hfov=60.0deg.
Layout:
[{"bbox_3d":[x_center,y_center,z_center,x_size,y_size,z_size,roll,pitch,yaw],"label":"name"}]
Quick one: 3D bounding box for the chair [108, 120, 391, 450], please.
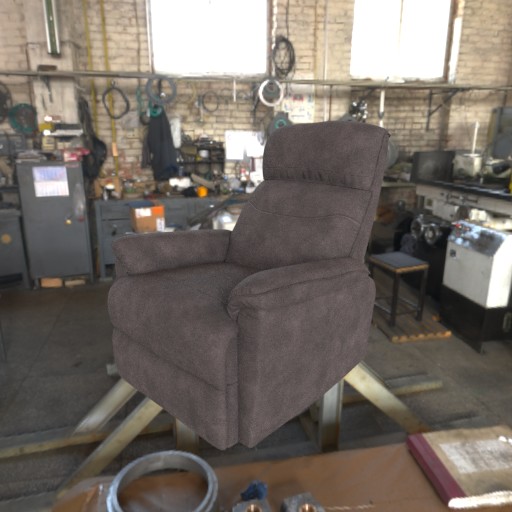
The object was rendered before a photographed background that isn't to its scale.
[{"bbox_3d":[0.000,0.000,1.752,0.830,1.035,1.009,15,22,42],"label":"chair"}]
